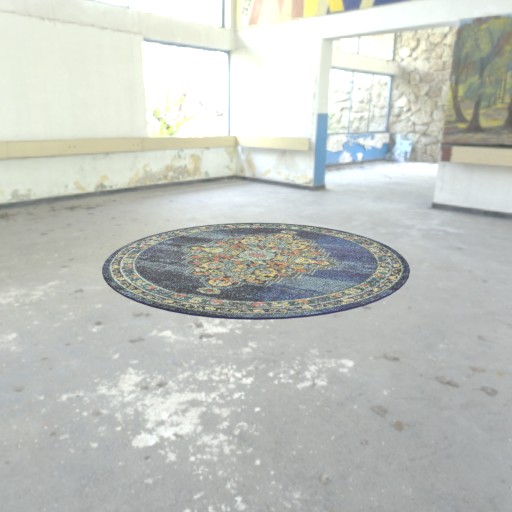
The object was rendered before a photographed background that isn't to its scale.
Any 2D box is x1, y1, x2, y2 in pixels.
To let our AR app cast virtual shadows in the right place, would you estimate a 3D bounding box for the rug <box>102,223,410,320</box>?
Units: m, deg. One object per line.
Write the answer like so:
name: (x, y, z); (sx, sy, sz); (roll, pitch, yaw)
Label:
rug: (0.000, 0.000, 3.617); (2.386, 0.014, 2.386); (0, 17, 0)
